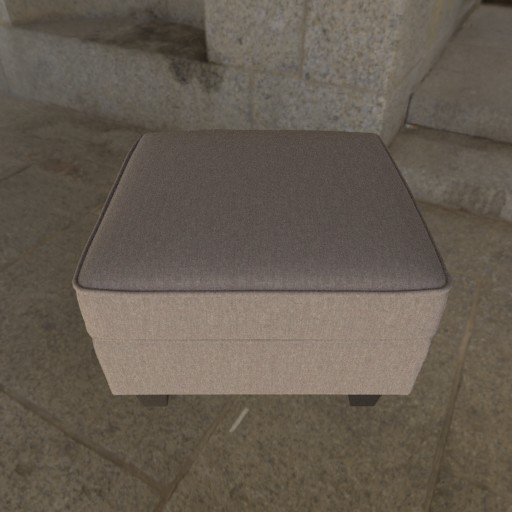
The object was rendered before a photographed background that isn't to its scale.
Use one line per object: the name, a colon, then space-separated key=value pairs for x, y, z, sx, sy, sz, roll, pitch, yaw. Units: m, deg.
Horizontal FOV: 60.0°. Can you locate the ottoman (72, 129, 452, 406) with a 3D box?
ottoman: x=0.000 y=0.000 z=1.374 sx=0.871 sy=0.612 sz=0.808 roll=0 pitch=40 yaw=0
